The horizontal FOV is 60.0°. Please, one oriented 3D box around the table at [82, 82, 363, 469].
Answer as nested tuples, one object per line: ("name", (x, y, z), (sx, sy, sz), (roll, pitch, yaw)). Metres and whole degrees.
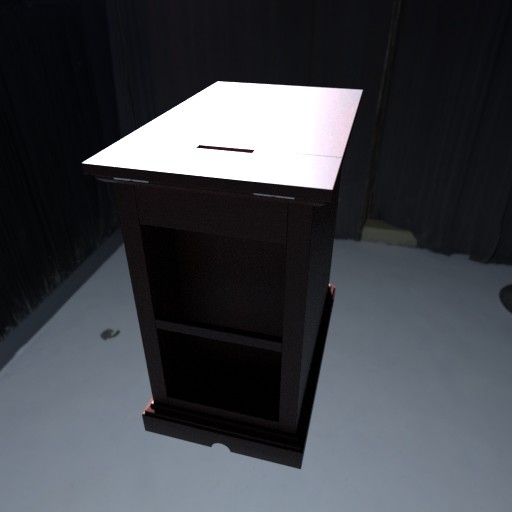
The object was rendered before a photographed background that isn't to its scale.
("table", (0.000, 0.000, 0.992), (0.356, 0.612, 0.584), (8, 33, 13))
